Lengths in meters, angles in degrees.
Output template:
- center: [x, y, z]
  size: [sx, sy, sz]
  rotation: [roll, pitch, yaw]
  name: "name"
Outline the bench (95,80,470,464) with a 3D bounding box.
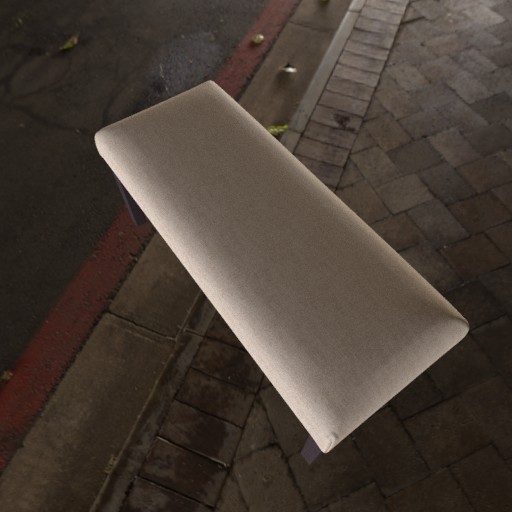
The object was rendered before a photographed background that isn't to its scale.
- center: [0.000, 0.000, 1.241]
  size: [0.407, 0.456, 1.013]
  rotation: [-32, 63, -18]
  name: "bench"
